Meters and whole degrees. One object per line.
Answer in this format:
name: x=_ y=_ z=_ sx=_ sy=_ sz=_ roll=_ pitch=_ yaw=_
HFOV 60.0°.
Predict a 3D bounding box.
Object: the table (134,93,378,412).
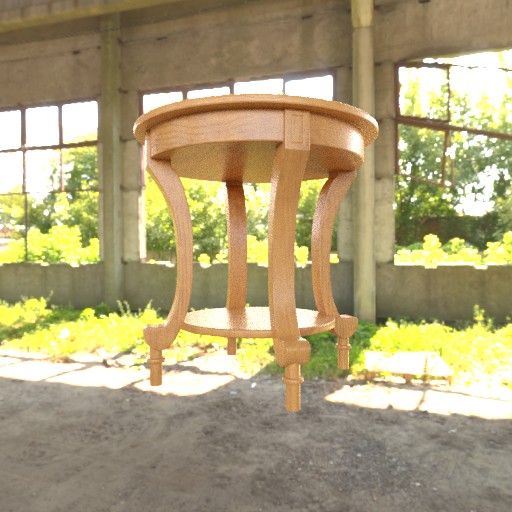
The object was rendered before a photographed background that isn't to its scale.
table: x=0.000 y=0.000 z=1.125 sx=0.597 sy=0.612 sz=0.597 roll=0 pitch=1 yaw=0
